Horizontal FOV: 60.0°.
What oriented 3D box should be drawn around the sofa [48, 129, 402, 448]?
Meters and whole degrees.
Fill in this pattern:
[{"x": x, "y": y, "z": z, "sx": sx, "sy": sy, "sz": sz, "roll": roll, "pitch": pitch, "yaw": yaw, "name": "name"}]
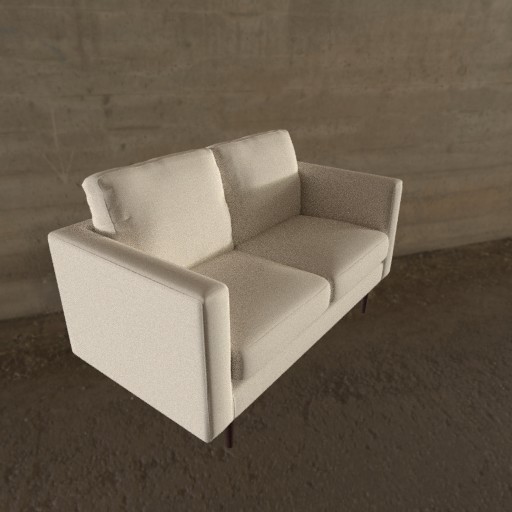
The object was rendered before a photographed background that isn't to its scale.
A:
[{"x": 0.000, "y": 0.000, "z": 1.959, "sx": 0.796, "sy": 0.908, "sz": 1.430, "roll": 18, "pitch": 31, "yaw": 33, "name": "sofa"}]
